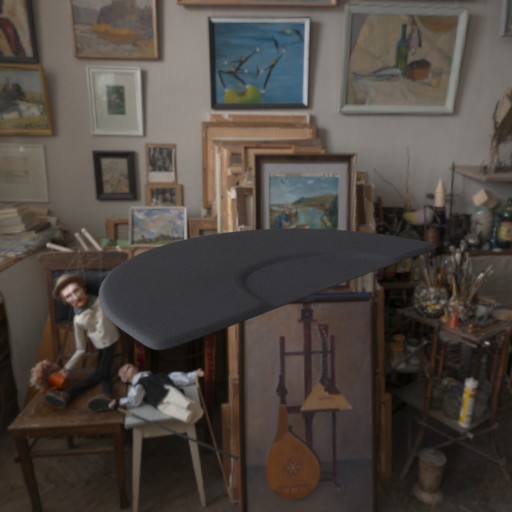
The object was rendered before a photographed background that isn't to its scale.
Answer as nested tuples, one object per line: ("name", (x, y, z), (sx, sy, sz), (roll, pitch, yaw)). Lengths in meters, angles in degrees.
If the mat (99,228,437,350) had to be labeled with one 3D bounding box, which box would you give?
("mat", (0.000, 0.000, 1.901), (1.525, 0.022, 0.917), (-14, 21, -41))
